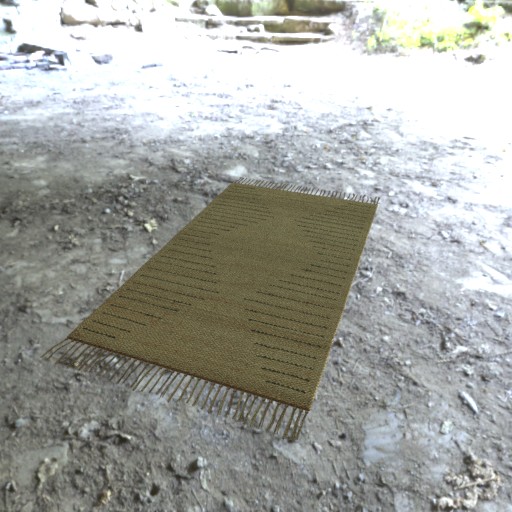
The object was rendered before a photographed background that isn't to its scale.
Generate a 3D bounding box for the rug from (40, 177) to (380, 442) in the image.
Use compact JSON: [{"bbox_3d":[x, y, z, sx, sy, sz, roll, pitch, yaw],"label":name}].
[{"bbox_3d":[0.000,0.000,2.021,0.905,0.017,1.718,11,34,17],"label":"rug"}]
